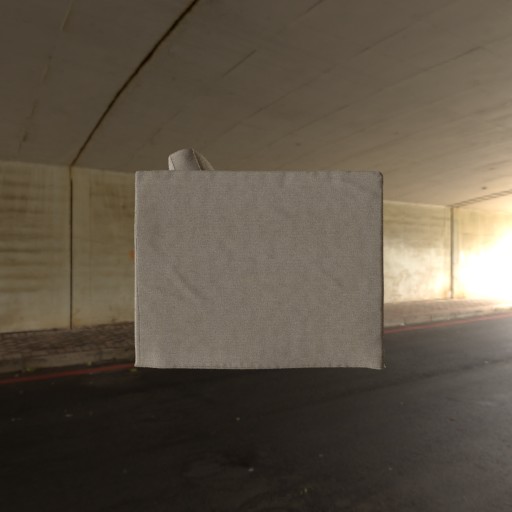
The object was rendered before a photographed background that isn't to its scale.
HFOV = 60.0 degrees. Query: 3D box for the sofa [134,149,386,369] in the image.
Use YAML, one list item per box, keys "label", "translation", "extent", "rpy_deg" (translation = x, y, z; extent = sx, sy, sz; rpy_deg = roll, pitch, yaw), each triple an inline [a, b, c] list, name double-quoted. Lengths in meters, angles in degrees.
- label: "sofa"
  translation: [0.000, 0.000, 2.735]
  extent: [0.956, 0.847, 2.296]
  rpy_deg: [0, -1, -1]
